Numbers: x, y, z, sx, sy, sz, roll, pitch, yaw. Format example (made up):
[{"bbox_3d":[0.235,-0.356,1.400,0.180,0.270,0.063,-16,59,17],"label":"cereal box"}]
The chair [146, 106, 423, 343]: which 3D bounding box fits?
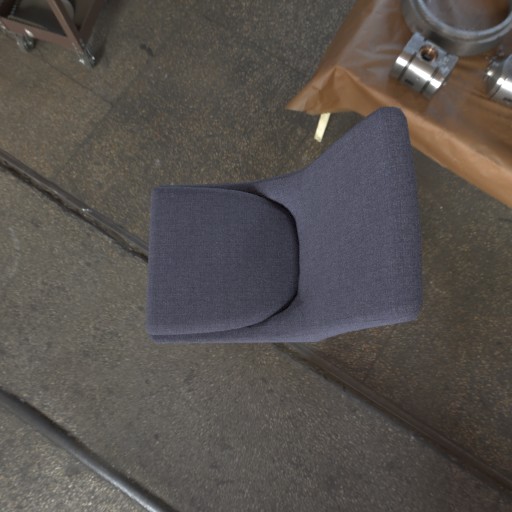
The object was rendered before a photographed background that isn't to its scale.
[{"bbox_3d":[0.000,0.000,1.338,0.655,0.952,0.508,0,78,0],"label":"chair"}]
